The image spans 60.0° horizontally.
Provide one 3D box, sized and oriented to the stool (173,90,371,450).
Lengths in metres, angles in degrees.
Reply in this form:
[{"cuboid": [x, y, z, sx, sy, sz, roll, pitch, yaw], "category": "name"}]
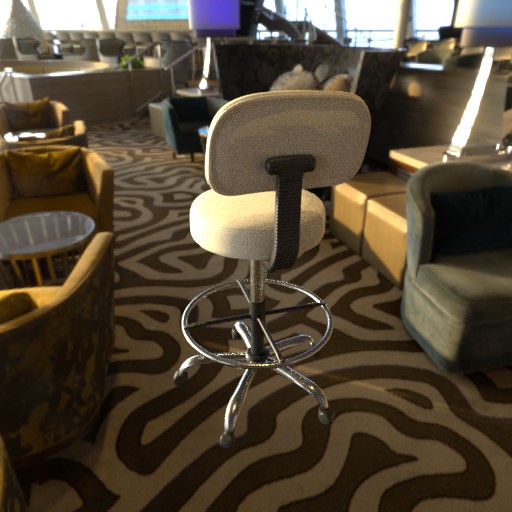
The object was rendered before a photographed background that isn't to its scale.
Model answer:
[{"cuboid": [0.000, 0.000, 1.446, 0.609, 1.080, 0.616, -8, 28, -15], "category": "stool"}]
